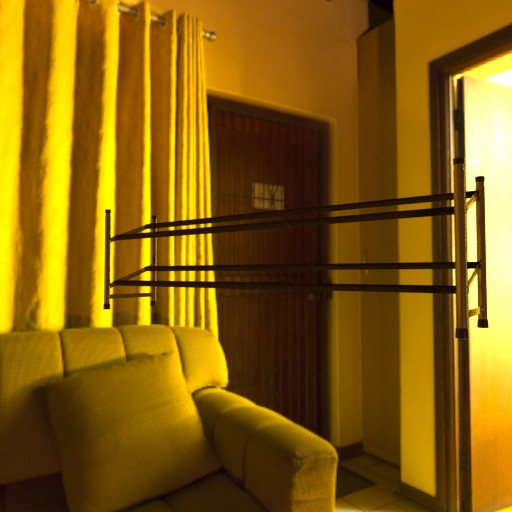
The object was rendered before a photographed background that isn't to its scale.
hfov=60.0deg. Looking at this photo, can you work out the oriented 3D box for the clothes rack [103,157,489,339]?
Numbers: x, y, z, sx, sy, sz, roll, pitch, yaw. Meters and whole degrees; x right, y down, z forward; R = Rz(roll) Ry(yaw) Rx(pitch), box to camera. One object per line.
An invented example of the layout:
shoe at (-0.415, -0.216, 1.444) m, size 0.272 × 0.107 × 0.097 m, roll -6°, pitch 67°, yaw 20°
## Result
clothes rack at (0.000, 0.000, 1.282) m, size 1.168 × 0.349 × 0.229 m, roll -2°, pitch -3°, yaw 37°
